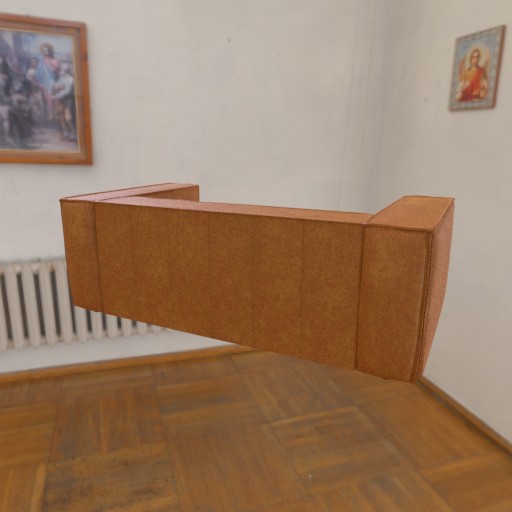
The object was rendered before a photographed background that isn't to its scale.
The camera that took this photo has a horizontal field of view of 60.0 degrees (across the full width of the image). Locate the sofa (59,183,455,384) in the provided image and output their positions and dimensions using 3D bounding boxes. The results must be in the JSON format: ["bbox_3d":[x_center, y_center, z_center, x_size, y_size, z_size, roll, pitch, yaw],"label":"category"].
[{"bbox_3d":[0.000,0.000,2.632,2.088,0.703,1.102,7,16,26],"label":"sofa"}]
